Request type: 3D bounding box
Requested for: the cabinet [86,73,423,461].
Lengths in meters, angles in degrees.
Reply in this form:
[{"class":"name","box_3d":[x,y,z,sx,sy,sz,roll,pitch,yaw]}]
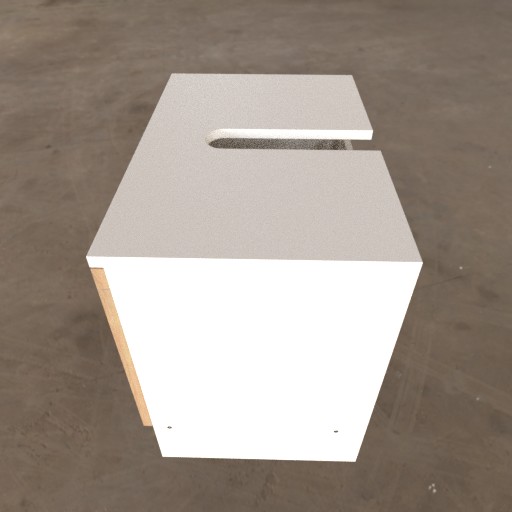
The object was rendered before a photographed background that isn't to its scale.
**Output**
[{"class":"cabinet","box_3d":[0.000,0.000,0.911,0.400,0.522,0.600,1,42,1]}]
